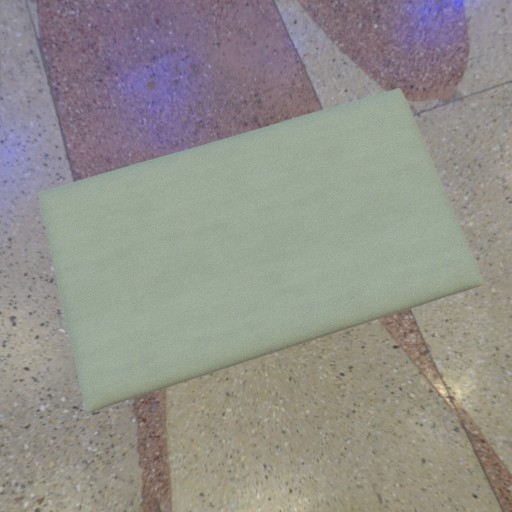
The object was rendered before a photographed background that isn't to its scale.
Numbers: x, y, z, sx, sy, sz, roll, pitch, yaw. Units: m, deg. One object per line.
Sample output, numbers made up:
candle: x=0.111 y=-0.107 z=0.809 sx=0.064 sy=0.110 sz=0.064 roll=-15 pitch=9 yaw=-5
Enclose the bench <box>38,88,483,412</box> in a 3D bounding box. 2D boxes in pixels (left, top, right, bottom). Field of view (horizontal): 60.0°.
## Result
bench: x=0.000 y=0.000 z=1.170 sx=0.887 sy=0.449 sz=0.500 roll=-17 pitch=78 yaw=-4
